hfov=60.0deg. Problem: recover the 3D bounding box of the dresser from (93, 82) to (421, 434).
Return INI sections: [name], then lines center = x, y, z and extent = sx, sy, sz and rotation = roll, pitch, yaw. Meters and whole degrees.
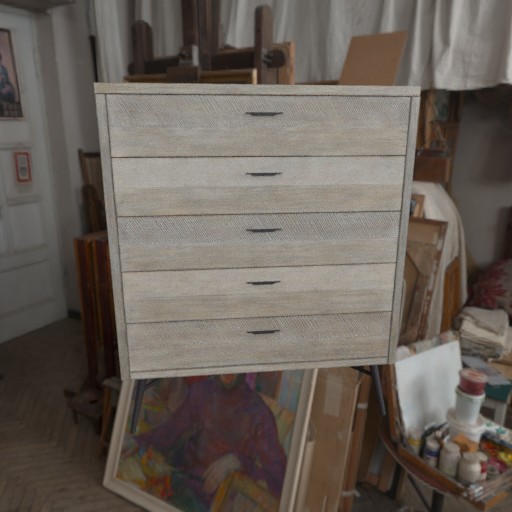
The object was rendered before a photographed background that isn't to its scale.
[dresser]
center = 0.000, 0.000, 1.738
extent = 1.016, 1.219, 0.457
rotation = -2, 16, -6
